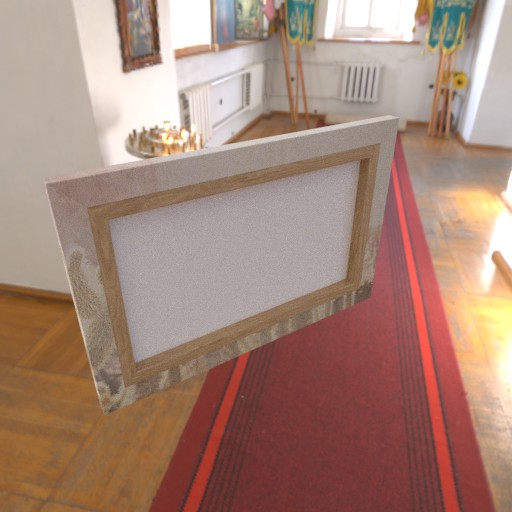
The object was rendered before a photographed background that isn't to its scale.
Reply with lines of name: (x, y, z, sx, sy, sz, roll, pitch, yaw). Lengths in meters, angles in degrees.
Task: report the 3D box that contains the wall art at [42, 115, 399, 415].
wall art: (0.000, 0.000, 1.171, 0.916, 0.608, 0.040, -18, 35, -28)
